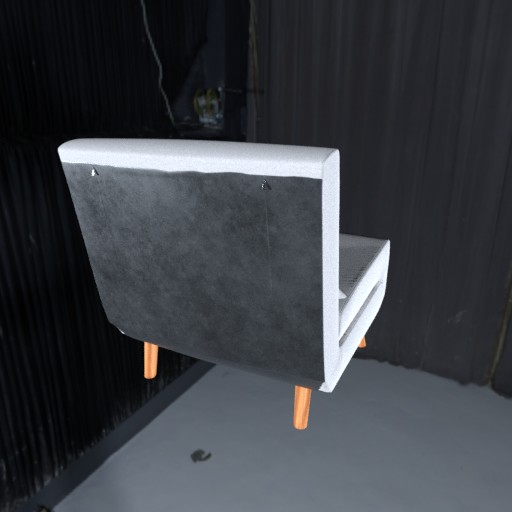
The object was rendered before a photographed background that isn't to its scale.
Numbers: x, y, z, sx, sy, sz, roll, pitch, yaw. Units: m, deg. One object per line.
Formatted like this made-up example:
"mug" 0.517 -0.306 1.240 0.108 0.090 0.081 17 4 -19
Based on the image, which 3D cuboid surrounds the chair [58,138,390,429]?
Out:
"chair" 0.000 0.000 1.514 0.770 0.808 0.902 9 20 26
